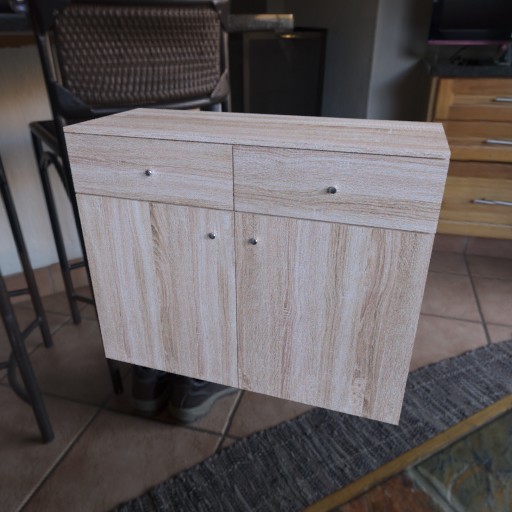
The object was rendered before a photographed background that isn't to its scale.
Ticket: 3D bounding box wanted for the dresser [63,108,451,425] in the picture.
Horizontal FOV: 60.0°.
[{"bbox_3d":[0.000,0.000,1.571,1.100,0.900,0.450,8,27,16],"label":"dresser"}]
